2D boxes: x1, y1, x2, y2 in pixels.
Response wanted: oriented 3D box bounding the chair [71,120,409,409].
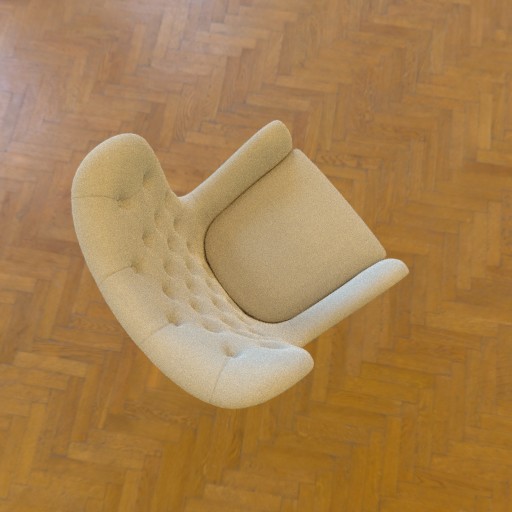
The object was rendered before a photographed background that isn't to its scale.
[{"bbox_3d":[0.000,0.000,1.683,0.929,1.079,0.831,-36,79,-8],"label":"chair"}]
